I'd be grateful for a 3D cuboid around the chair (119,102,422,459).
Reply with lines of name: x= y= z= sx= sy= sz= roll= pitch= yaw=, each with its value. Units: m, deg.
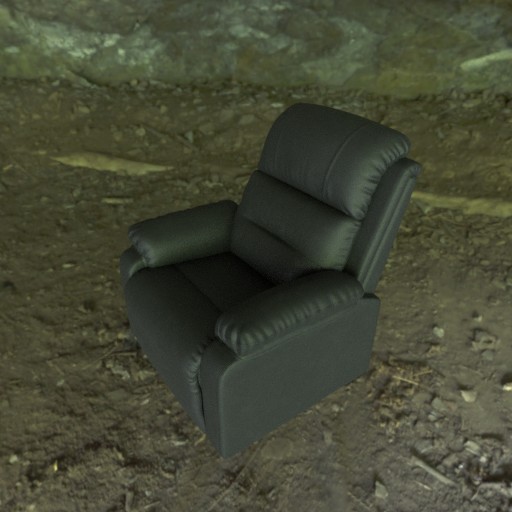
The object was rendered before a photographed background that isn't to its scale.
chair: x=0.000 y=0.000 z=1.701 sx=0.919 sy=0.992 sz=0.855 roll=-21 pitch=38 yaw=-30
